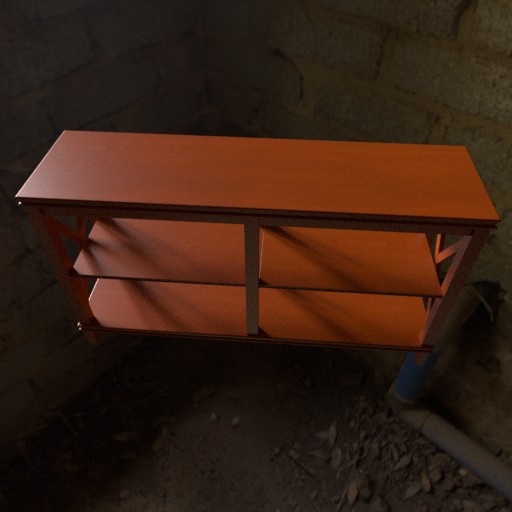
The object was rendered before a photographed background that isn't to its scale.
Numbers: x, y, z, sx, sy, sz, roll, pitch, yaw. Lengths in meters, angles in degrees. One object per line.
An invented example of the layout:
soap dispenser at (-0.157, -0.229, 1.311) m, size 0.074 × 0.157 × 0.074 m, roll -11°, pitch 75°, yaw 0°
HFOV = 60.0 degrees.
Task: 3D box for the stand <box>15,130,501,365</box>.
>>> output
stand at (0.000, 0.000, 1.647) m, size 1.372 × 0.762 × 0.381 m, roll 3°, pitch 45°, yaw 3°
